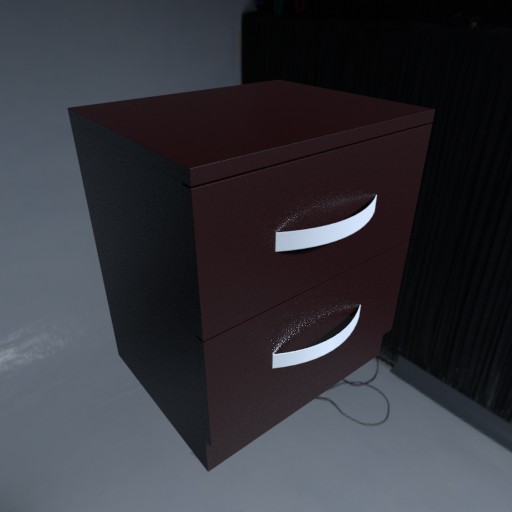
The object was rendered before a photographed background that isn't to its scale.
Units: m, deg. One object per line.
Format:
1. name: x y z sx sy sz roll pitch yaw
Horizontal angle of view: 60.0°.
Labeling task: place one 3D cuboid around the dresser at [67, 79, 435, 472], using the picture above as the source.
1. dresser: 0.000 0.000 0.736 0.400 0.470 0.360 -22 37 -33
